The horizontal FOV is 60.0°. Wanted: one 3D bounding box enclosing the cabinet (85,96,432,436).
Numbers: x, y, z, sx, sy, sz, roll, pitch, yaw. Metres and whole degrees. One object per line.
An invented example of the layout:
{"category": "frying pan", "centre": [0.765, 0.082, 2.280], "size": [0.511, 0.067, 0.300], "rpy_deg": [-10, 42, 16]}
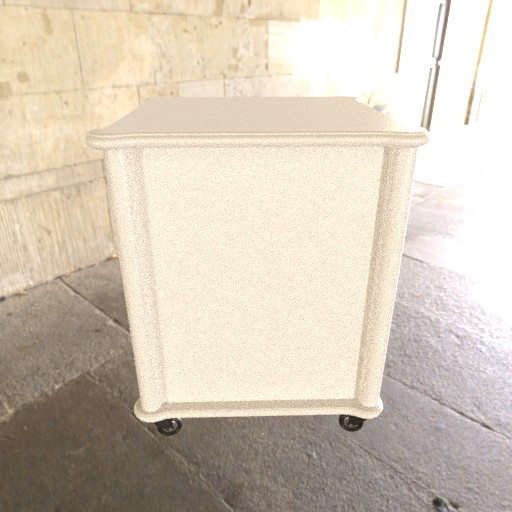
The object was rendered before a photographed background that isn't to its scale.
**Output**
{"category": "cabinet", "centre": [0.000, 0.000, 1.205], "size": [0.627, 0.761, 0.628], "rpy_deg": [-1, 26, -1]}
